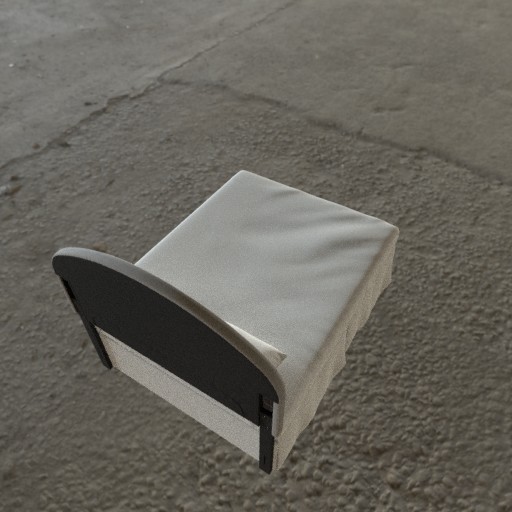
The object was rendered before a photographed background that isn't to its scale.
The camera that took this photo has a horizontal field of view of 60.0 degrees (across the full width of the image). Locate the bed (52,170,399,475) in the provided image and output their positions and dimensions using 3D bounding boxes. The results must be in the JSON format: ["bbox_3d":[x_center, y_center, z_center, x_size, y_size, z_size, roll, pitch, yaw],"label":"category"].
[{"bbox_3d":[0.000,0.000,3.115,1.607,1.410,2.005,24,51,22],"label":"bed"}]
